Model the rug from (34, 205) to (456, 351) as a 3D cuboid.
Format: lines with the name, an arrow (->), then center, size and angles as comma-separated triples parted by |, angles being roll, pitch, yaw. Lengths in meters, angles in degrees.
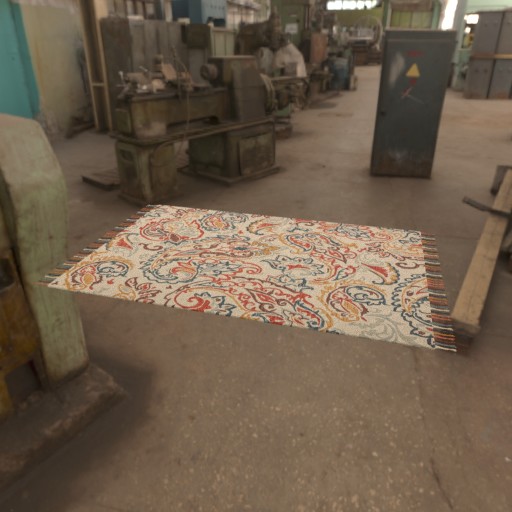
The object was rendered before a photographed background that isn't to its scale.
rug -> 0.000, 0.000, 2.513 | 1.997, 0.010, 1.218 | 7, 27, 14
